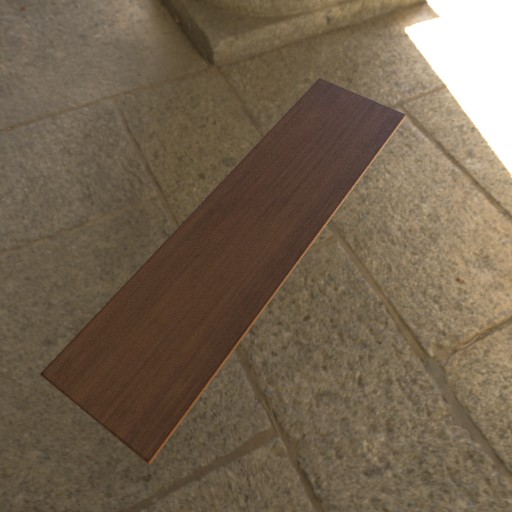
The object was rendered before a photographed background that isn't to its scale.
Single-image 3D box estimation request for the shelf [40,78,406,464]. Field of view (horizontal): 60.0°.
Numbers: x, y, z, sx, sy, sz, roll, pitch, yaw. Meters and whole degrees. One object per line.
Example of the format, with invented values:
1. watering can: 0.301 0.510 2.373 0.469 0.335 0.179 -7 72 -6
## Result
1. shelf: 0.000 0.000 0.700 0.166 0.190 0.636 30 63 17
